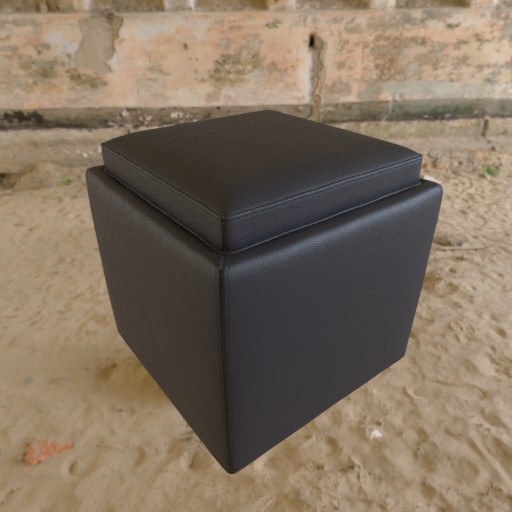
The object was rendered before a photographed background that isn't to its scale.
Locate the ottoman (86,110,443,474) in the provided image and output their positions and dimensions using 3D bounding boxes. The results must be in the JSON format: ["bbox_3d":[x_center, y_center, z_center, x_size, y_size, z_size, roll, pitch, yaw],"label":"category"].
[{"bbox_3d":[0.000,0.000,0.827,0.451,0.460,0.450,-21,36,-32],"label":"ottoman"}]
